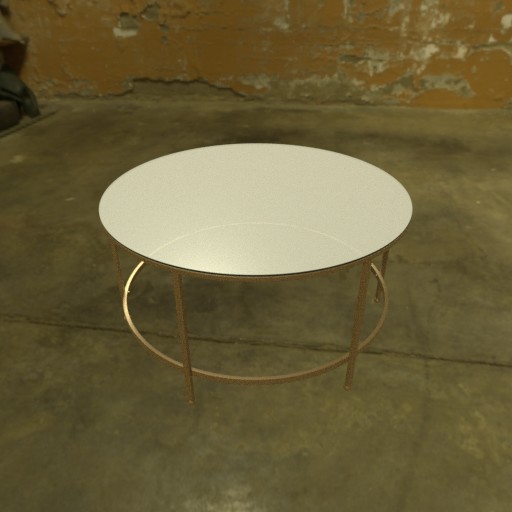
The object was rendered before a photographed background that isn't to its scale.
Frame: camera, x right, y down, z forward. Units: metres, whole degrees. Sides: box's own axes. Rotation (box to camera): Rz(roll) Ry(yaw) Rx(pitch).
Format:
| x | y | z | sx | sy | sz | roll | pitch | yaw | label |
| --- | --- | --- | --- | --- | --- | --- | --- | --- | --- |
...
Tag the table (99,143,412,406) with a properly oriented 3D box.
| x | y | z | sx | sy | sz | roll | pitch | yaw | label |
| --- | --- | --- | --- | --- | --- | --- | --- | --- | --- |
| 0.000 | 0.000 | 1.470 | 0.914 | 0.470 | 0.914 | 0 | 32 | 0 | table |
